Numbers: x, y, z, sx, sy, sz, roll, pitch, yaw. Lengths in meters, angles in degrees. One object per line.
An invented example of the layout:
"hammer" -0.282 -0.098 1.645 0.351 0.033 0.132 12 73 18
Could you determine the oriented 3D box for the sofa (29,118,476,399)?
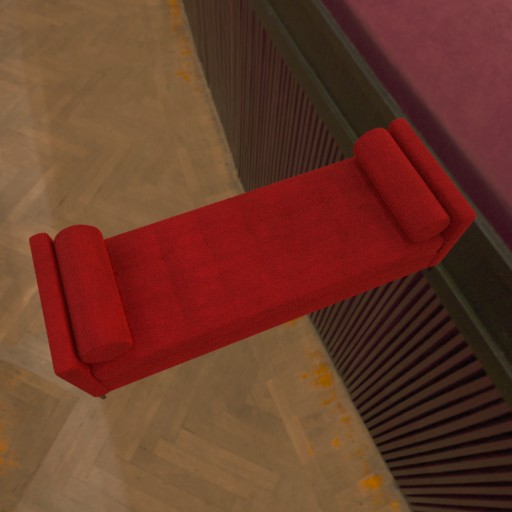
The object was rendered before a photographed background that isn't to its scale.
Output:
"sofa" 0.000 0.000 2.316 1.981 0.635 0.686 -20 64 -10
